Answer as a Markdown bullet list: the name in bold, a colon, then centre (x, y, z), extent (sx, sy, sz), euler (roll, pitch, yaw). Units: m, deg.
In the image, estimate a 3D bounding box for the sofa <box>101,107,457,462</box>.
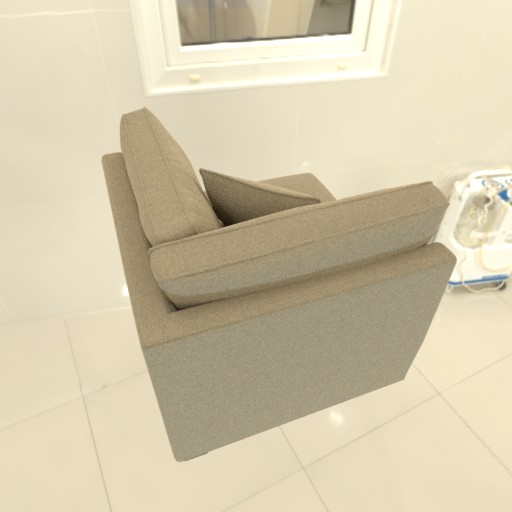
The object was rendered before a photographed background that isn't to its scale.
- **sofa**: centre (0.000, 0.000, 1.946), extent (1.084, 1.002, 1.146), euler (-14, 45, -15)
